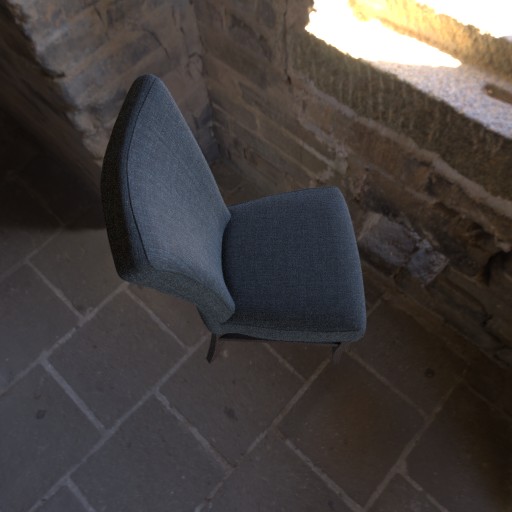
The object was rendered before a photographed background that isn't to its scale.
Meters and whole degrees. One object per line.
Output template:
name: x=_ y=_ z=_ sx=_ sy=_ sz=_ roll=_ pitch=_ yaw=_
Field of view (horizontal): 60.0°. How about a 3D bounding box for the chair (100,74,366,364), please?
chair: x=0.000 y=0.000 z=1.362 sx=0.660 sy=0.991 sz=0.520 roll=-3 pitch=64 yaw=-2
